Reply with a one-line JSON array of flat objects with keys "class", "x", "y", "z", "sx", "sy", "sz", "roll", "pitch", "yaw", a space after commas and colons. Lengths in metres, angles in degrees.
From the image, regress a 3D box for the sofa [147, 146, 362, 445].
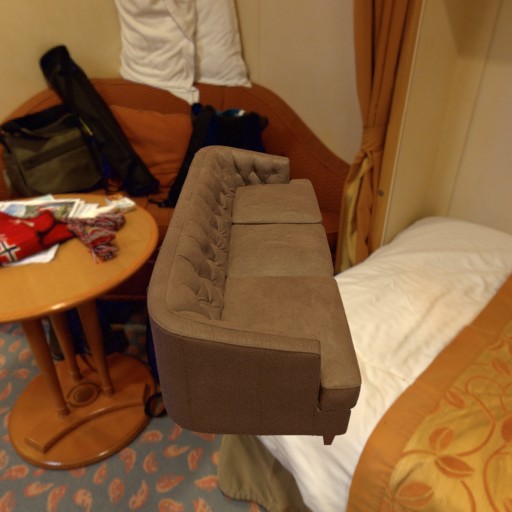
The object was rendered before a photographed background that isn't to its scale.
[{"class": "sofa", "x": 0.000, "y": 0.000, "z": 2.748, "sx": 0.927, "sy": 0.787, "sz": 2.227, "roll": 0, "pitch": 32, "yaw": 0}]
